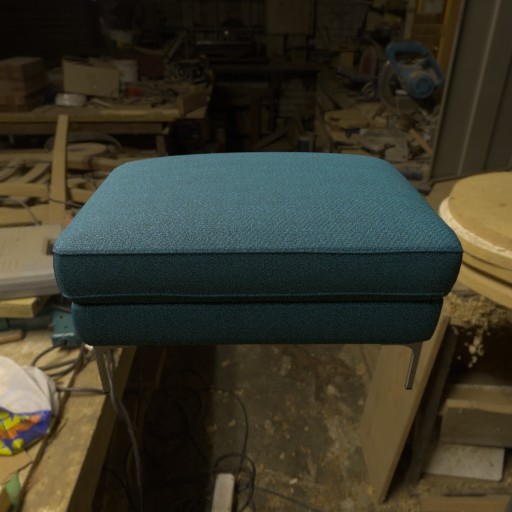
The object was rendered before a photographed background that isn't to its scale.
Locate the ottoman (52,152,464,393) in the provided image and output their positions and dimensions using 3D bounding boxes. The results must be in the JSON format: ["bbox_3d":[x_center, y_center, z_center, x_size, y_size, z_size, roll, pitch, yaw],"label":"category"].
[{"bbox_3d":[0.000,0.000,1.204,0.856,0.498,0.563,0,29,-1],"label":"ottoman"}]
